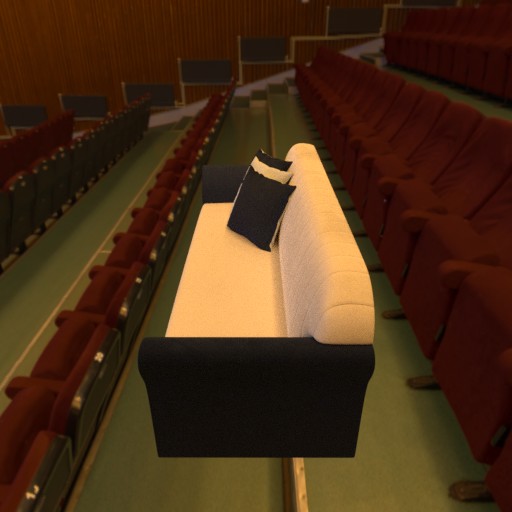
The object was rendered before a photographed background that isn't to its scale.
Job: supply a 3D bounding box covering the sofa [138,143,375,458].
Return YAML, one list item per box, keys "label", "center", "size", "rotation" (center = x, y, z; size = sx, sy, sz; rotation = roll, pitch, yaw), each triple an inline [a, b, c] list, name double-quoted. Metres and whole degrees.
- label: "sofa"
  center: [0.000, 0.000, 2.338]
  size: [0.749, 0.789, 2.006]
  rotation: [0, 29, 0]
